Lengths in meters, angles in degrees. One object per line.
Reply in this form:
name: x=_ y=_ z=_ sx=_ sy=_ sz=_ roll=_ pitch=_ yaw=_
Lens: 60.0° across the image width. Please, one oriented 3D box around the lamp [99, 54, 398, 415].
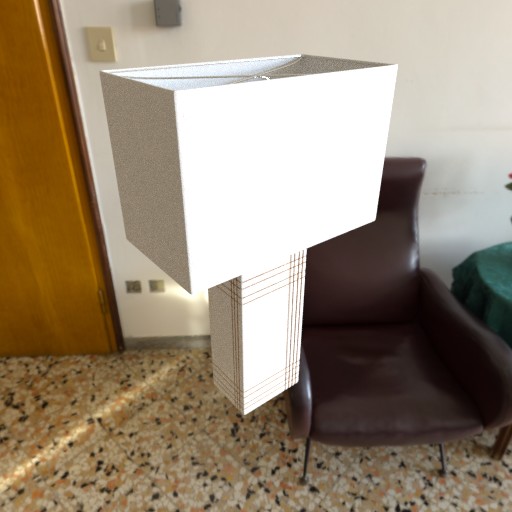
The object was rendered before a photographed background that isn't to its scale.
lamp: x=0.000 y=0.000 z=0.687 sx=0.334 sy=0.543 sz=0.182 roll=-21 pitch=36 yaw=-33
